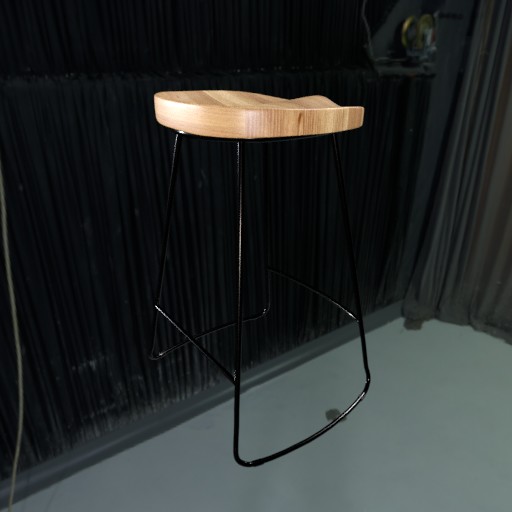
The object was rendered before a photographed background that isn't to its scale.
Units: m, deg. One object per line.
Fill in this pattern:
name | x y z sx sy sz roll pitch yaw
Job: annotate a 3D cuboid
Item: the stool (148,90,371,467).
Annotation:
stool | 0.000 0.000 0.986 0.401 0.679 0.480 -18 30 -33
